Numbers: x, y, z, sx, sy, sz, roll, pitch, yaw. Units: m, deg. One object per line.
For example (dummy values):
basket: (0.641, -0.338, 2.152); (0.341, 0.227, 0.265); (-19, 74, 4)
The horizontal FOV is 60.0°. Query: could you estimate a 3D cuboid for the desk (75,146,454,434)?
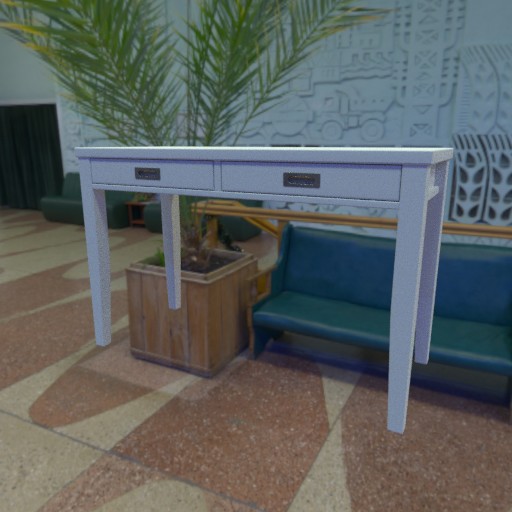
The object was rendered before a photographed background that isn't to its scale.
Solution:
desk: (0.000, 0.000, 1.633); (1.220, 0.775, 0.508); (8, 16, 27)
